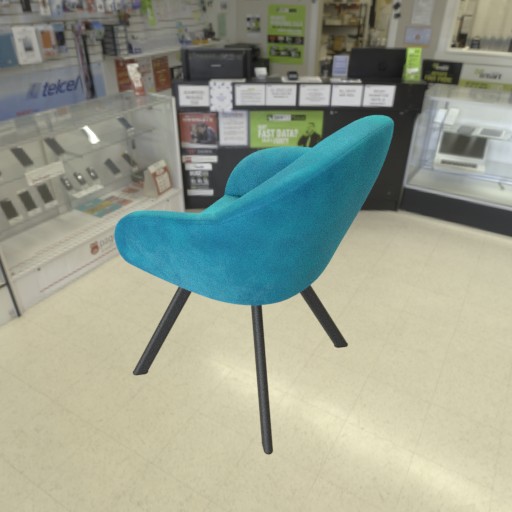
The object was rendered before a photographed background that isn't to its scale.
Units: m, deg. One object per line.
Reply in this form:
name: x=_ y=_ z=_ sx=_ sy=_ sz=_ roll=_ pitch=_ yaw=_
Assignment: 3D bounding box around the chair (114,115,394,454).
chair: x=0.000 y=0.000 z=1.181 sx=0.590 sy=0.795 sz=0.550 roll=19 pitch=37 yaw=28
